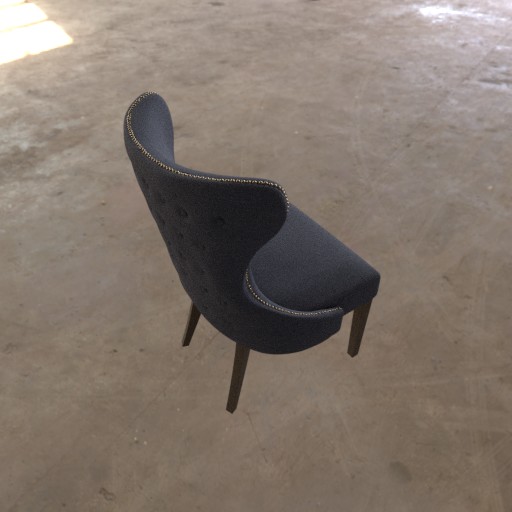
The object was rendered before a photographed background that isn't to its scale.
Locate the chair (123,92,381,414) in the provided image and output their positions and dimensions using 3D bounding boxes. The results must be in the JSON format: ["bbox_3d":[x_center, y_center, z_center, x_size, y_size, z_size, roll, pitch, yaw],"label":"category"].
[{"bbox_3d":[0.000,0.000,1.425,0.635,0.967,0.628,-25,48,-25],"label":"chair"}]
